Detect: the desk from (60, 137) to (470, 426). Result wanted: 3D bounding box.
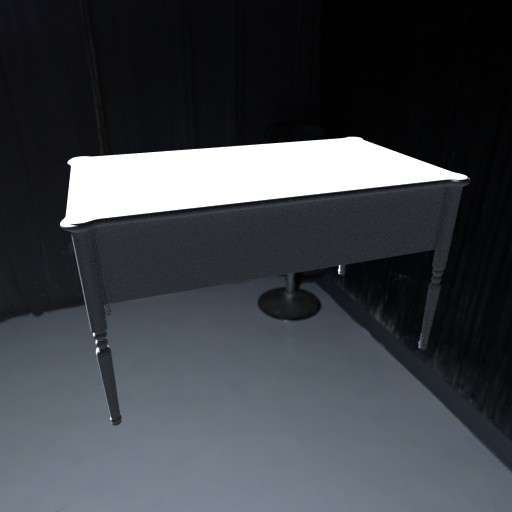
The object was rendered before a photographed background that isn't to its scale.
[{"bbox_3d":[0.000,0.000,1.870,1.380,0.762,0.807,-9,27,-17],"label":"desk"}]
